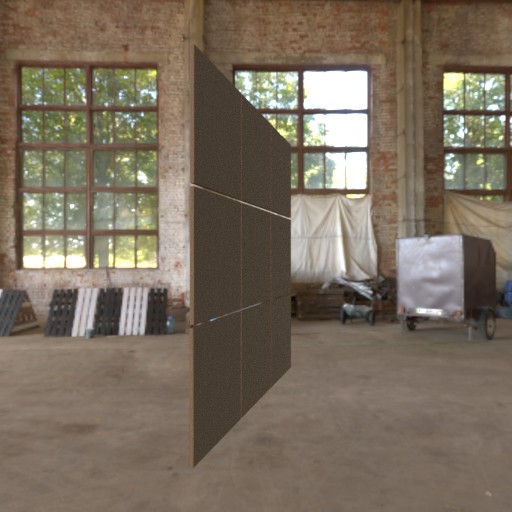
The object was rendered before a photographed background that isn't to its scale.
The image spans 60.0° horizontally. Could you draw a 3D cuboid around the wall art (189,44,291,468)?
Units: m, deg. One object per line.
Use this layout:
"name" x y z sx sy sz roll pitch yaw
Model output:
"wall art" 0.000 0.000 1.848 0.013 1.216 1.216 0 0 18
